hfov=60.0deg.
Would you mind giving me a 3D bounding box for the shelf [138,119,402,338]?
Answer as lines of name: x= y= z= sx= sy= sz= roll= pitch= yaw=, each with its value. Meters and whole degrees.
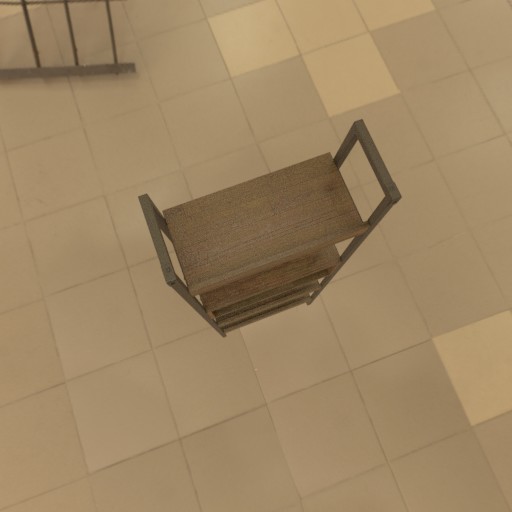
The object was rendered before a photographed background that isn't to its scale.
shelf: x=0.000 y=0.000 z=2.160 sx=0.652 sy=2.005 sz=0.454 roll=-20 pitch=77 yaw=-5
